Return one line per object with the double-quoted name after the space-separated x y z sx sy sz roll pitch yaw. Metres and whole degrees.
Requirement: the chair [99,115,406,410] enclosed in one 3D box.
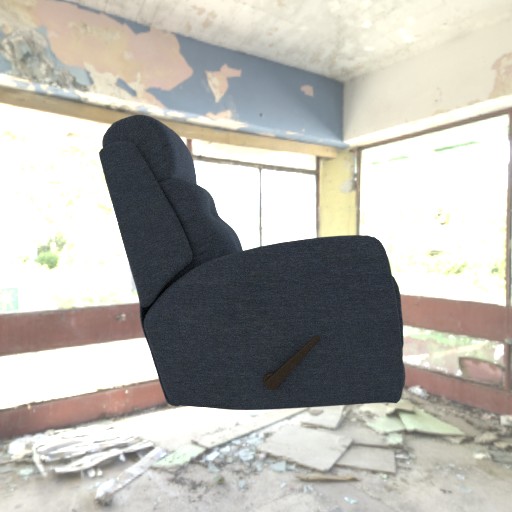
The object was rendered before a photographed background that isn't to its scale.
0.000 0.000 1.747 1.043 1.013 0.798 0 1 0 "chair"
